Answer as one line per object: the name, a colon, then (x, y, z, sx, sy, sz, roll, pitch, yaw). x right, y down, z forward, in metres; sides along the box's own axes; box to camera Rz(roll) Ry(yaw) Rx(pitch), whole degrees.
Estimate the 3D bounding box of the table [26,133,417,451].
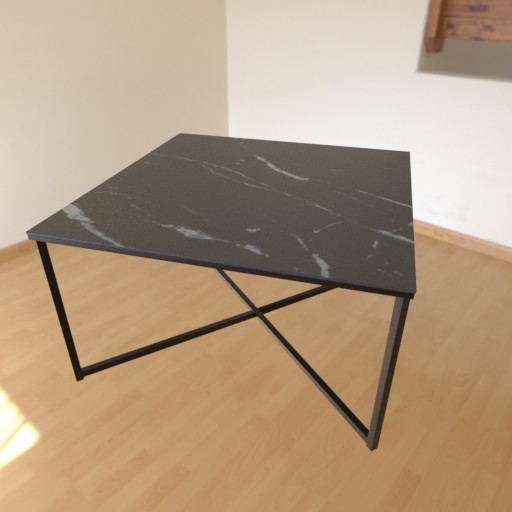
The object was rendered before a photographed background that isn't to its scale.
table: (0.000, 0.000, 1.300, 0.800, 0.450, 0.800, 8, 32, 14)
